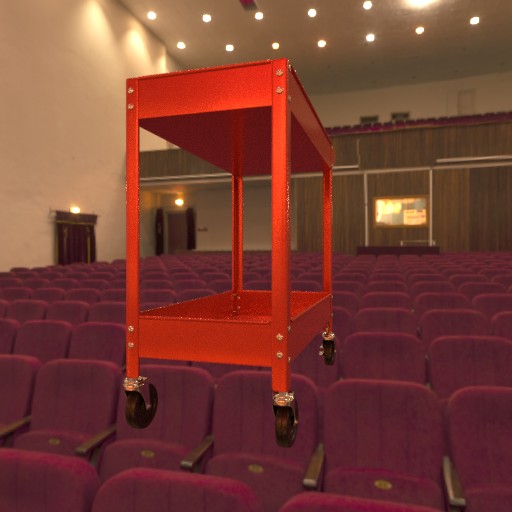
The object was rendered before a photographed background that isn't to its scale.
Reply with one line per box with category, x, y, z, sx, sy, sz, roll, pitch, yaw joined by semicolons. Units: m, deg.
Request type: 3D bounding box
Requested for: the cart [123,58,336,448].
cart;0.000;0.000;1.212;0.366;0.719;0.779;0;0;17
